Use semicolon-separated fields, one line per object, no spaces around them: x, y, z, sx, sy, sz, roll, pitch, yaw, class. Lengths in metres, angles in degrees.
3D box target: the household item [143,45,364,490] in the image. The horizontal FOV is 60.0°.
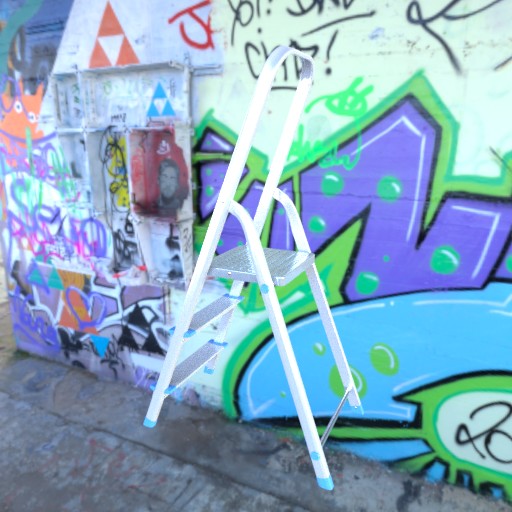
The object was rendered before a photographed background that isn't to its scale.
0.000;0.000;1.437;0.687;1.215;0.420;7;17;25;household item
